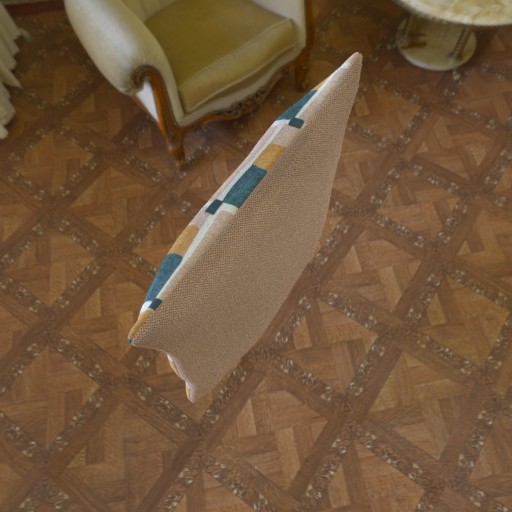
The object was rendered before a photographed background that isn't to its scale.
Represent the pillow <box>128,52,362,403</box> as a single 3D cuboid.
[{"bbox_3d":[0.000,0.000,0.730,0.158,0.479,0.478,31,68,14],"label":"pillow"}]
